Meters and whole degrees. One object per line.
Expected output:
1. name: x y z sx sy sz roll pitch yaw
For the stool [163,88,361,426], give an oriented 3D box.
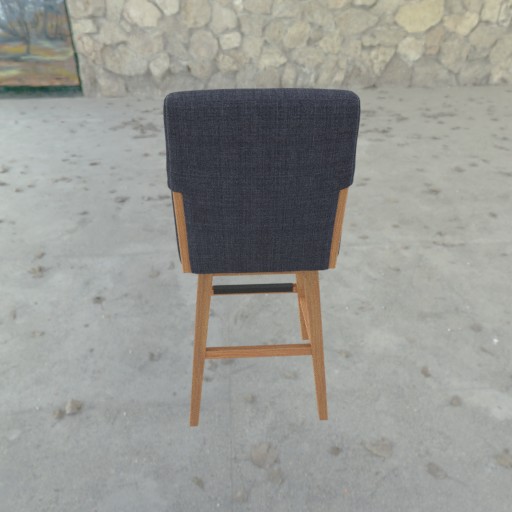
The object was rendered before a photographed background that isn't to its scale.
1. stool: 0.000 0.000 1.432 0.483 1.112 0.570 -2 30 -3
